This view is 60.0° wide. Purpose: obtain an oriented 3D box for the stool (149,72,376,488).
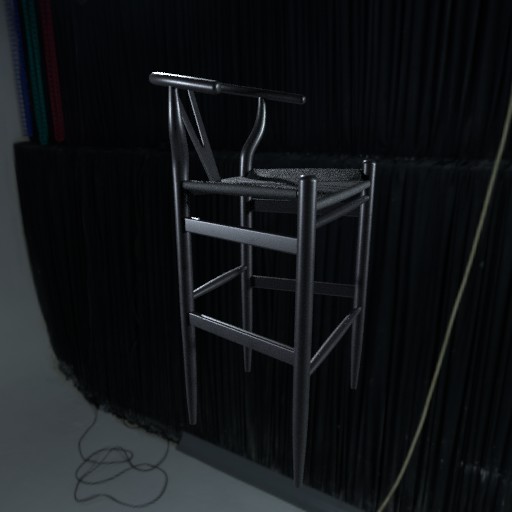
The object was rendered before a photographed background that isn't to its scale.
[{"bbox_3d":[0.000,0.000,1.385,0.579,1.072,0.569,8,18,27],"label":"stool"}]
